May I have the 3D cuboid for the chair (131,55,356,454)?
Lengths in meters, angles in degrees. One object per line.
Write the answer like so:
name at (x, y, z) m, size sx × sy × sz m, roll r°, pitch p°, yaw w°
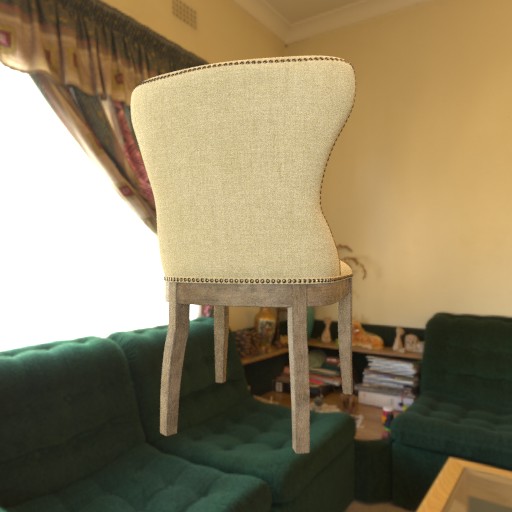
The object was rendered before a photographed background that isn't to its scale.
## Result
chair at (0.000, 0.000, 1.401) m, size 0.654 × 1.002 × 0.681 m, roll 0°, pitch -1°, yaw 18°
